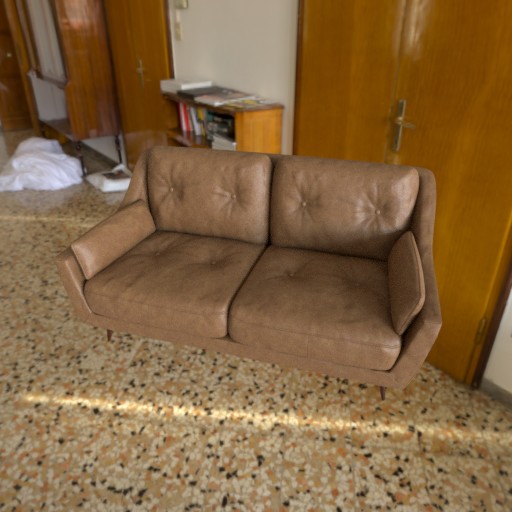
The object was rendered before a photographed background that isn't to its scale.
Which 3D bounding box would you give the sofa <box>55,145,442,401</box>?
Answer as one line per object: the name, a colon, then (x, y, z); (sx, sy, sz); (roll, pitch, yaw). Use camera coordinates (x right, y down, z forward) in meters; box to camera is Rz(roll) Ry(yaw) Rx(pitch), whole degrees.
sofa: (0.000, 0.000, 2.295); (1.731, 0.886, 0.981); (8, 29, 15)
